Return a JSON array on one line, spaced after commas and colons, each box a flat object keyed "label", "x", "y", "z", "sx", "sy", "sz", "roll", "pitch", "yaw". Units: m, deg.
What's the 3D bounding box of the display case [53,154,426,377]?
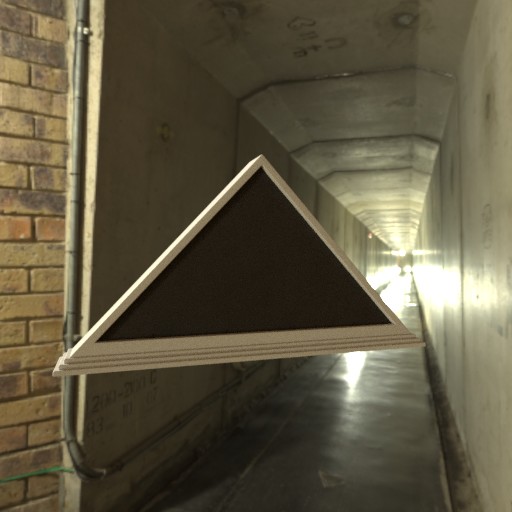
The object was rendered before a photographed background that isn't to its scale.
[{"label": "display case", "x": 0.000, "y": 0.000, "z": 0.774, "sx": 0.640, "sy": 0.340, "sz": 0.095, "roll": 0, "pitch": 1, "yaw": -18}]
